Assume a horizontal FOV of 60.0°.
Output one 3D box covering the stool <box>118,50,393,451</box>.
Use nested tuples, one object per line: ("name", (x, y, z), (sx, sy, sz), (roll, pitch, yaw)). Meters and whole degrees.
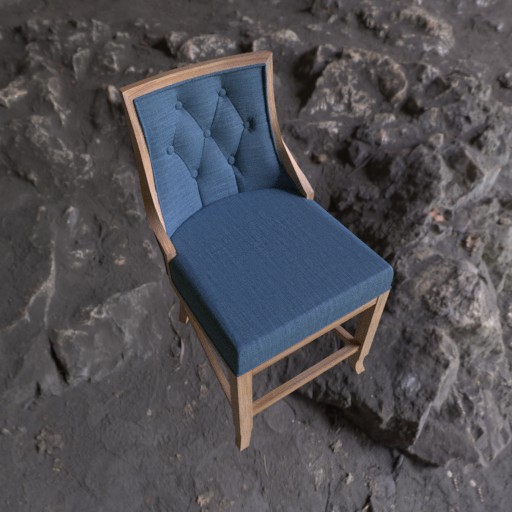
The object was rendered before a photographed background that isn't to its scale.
("stool", (0.000, 0.000, 1.335), (0.524, 0.938, 0.626), (-25, 51, -22))
